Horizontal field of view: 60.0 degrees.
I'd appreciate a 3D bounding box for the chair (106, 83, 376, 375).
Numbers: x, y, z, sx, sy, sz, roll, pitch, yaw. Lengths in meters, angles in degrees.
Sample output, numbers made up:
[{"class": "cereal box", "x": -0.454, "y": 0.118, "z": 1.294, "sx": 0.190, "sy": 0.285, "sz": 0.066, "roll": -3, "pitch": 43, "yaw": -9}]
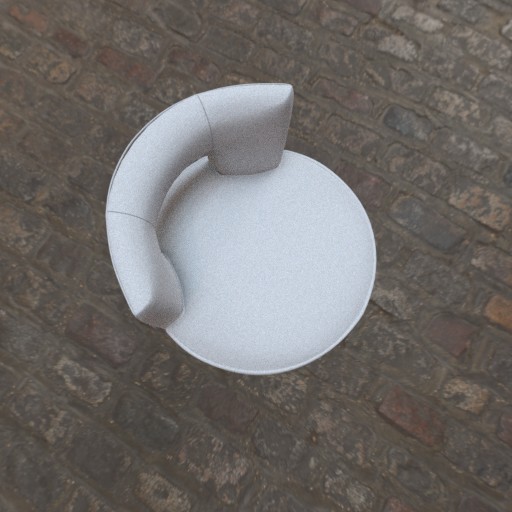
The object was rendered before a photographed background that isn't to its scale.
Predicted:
[{"class": "chair", "x": 0.000, "y": 0.000, "z": 1.263, "sx": 0.665, "sy": 0.723, "sz": 0.650, "roll": 31, "pitch": 78, "yaw": 7}]
